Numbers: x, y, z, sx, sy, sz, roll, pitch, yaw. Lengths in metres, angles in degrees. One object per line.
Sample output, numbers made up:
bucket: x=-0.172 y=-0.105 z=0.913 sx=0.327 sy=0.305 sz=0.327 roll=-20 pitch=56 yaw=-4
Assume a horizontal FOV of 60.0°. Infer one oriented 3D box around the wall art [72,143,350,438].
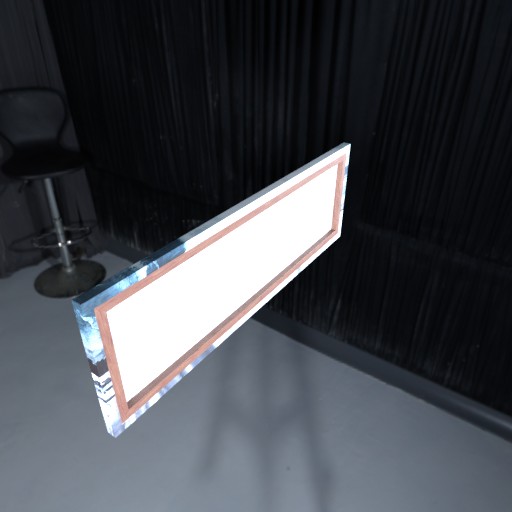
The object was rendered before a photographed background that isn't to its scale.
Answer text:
wall art: x=0.000 y=0.000 z=1.742 sx=0.037 sy=0.509 sz=1.524 roll=20 pitch=37 yaw=29
